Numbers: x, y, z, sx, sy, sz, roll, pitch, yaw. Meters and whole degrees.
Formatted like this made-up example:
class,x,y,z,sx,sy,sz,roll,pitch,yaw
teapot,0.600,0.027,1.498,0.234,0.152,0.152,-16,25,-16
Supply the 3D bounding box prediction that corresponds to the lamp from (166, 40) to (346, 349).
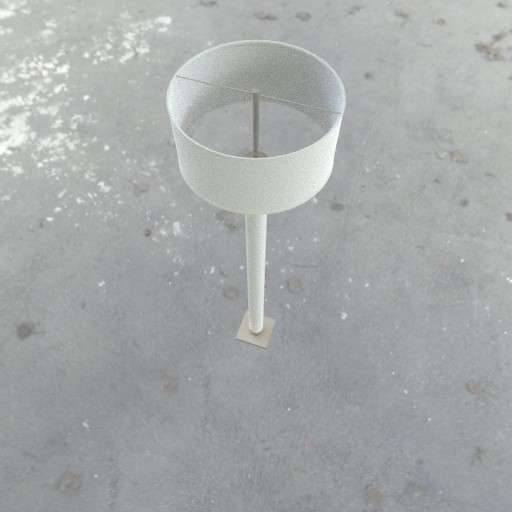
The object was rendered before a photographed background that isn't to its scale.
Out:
class,x,y,z,sx,sy,sz,roll,pitch,yaw
lamp,0.000,0.000,1.657,0.420,1.475,0.420,16,60,10
